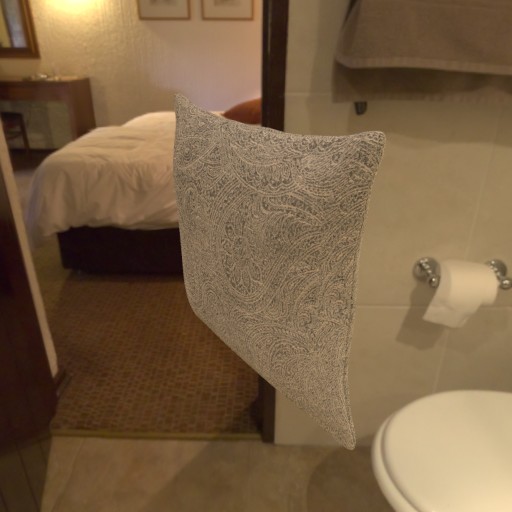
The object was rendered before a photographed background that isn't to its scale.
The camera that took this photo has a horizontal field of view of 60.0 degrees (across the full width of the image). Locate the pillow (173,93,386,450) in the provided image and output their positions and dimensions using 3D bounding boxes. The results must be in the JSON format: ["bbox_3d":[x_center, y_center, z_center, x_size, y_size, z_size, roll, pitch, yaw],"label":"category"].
[{"bbox_3d":[0.000,0.000,0.795,0.166,0.510,0.523,-18,31,-32],"label":"pillow"}]
